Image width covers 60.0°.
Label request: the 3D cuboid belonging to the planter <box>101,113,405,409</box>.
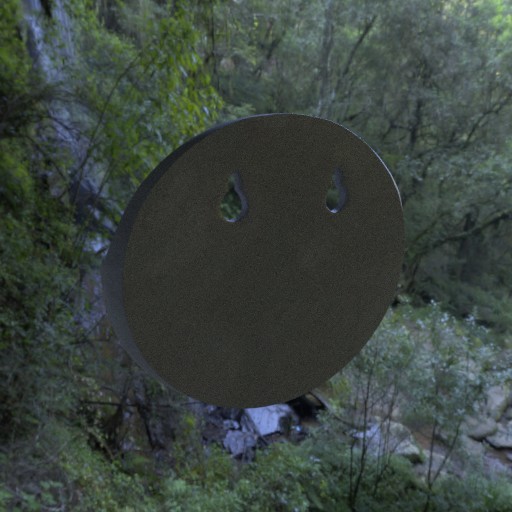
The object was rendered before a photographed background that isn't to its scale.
[{"bbox_3d":[0.000,0.000,0.272,0.190,0.164,0.073,-8,17,-28],"label":"planter"}]
